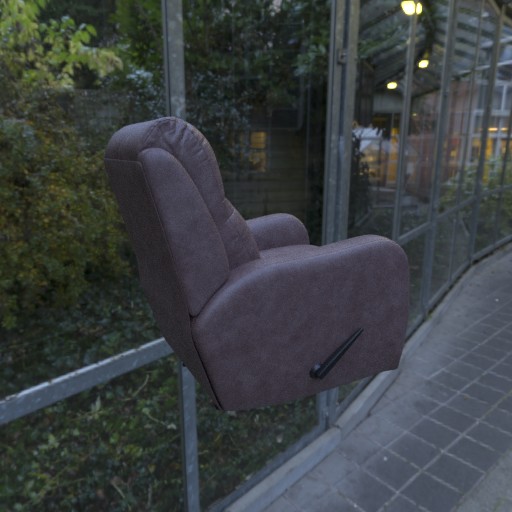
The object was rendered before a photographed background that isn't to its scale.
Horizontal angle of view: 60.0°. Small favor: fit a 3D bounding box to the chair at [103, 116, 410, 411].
[{"bbox_3d":[0.000,0.000,1.858,1.067,1.067,0.865,-7,15,-27],"label":"chair"}]
